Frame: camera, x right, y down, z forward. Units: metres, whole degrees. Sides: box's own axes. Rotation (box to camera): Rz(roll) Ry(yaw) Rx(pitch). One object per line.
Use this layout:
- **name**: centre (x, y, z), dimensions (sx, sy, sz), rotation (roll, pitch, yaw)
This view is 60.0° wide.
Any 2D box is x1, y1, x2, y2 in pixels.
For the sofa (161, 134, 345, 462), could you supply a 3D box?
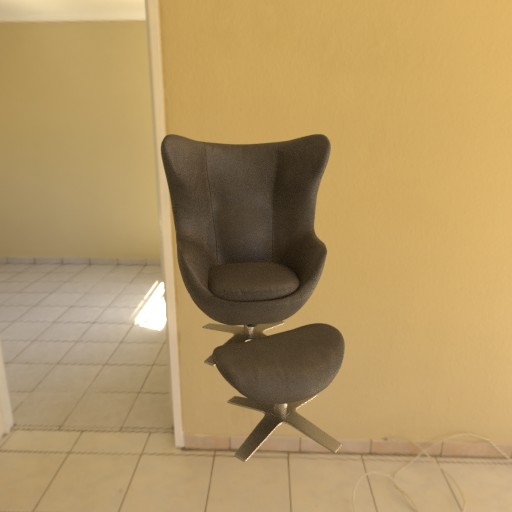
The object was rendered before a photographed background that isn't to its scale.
- **sofa**: centre (0.000, 0.000, 2.156), dimensions (0.894, 1.135, 1.444), rotation (-2, 16, -8)
